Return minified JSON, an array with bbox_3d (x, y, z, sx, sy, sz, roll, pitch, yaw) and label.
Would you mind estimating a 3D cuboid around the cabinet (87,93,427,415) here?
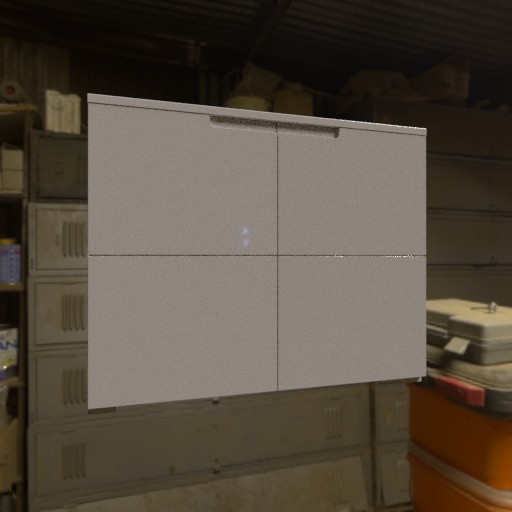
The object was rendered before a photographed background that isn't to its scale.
[{"bbox_3d":[0.000,0.000,1.433,1.000,0.800,0.400,0,0,-18],"label":"cabinet"}]
